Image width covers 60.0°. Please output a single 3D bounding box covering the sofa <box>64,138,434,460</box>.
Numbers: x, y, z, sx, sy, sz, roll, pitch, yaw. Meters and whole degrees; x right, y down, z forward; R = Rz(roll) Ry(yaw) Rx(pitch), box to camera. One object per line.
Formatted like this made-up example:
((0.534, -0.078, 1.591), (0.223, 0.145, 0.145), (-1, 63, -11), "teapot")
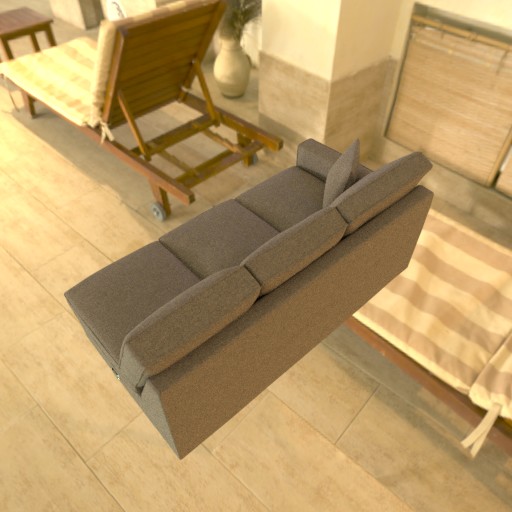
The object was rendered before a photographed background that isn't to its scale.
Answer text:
((0.000, 0.000, 2.602), (1.963, 0.946, 1.034), (-33, 55, -28), "sofa")
